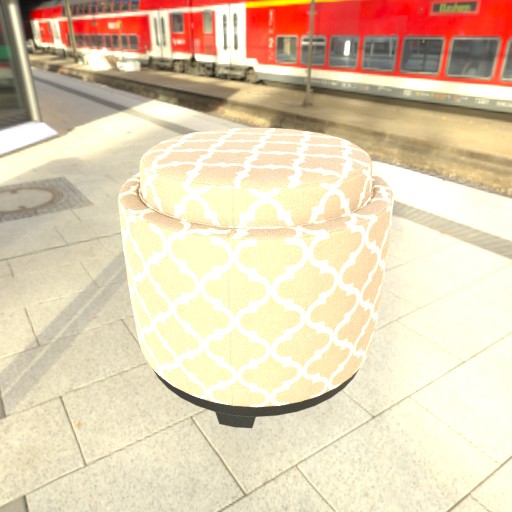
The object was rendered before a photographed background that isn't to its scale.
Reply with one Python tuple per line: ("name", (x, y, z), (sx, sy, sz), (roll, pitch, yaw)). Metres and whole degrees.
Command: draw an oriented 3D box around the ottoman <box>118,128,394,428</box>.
("ottoman", (0.000, 0.000, 0.852), (0.480, 0.429, 0.480), (0, 27, 0))
